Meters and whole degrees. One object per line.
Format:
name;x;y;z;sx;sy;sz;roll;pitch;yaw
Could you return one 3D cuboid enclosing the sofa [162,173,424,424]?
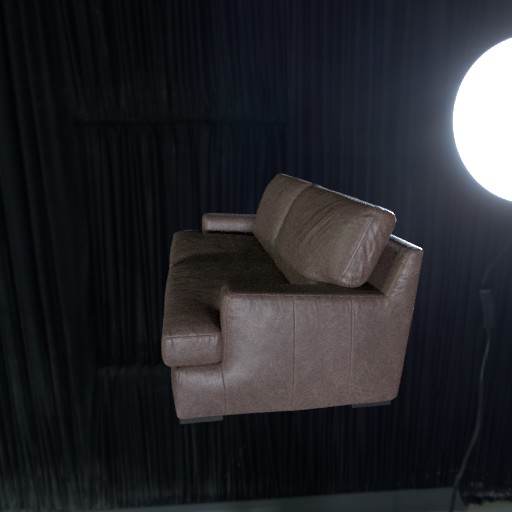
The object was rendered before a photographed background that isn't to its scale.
sofa;0.000;0.000;2.926;1.143;0.941;2.261;-2;15;-9
